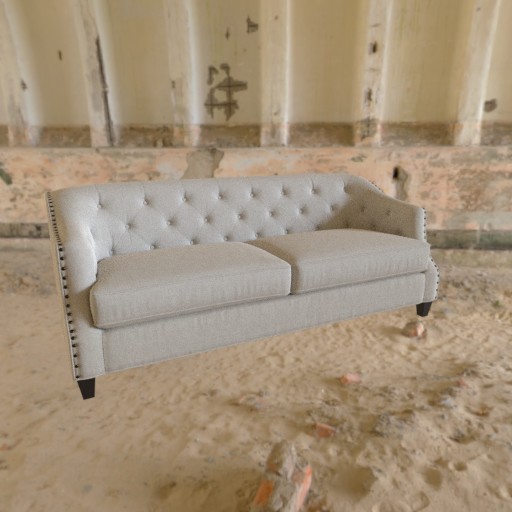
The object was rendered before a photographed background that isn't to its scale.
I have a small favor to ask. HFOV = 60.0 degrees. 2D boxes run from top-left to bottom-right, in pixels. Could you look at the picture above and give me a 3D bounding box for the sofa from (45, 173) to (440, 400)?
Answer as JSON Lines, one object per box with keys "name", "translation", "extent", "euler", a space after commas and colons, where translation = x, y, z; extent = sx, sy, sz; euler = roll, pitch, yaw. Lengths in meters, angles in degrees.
{"name": "sofa", "translation": [0.000, 0.000, 2.714], "extent": [2.235, 0.901, 0.914], "euler": [-8, 17, -26]}
